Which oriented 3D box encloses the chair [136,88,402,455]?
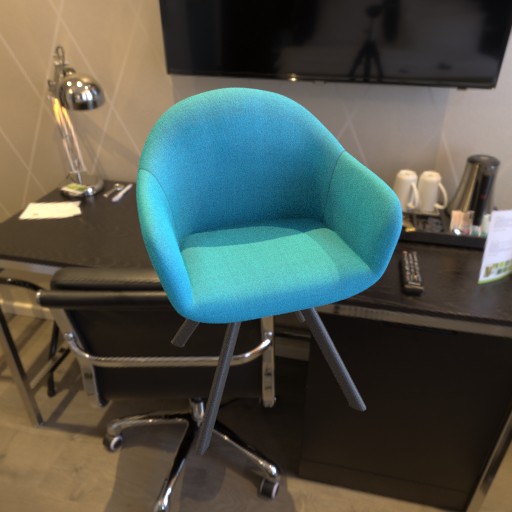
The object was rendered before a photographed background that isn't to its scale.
[{"bbox_3d":[0.000,0.000,1.217,0.590,0.795,0.550,-9,32,-15],"label":"chair"}]
